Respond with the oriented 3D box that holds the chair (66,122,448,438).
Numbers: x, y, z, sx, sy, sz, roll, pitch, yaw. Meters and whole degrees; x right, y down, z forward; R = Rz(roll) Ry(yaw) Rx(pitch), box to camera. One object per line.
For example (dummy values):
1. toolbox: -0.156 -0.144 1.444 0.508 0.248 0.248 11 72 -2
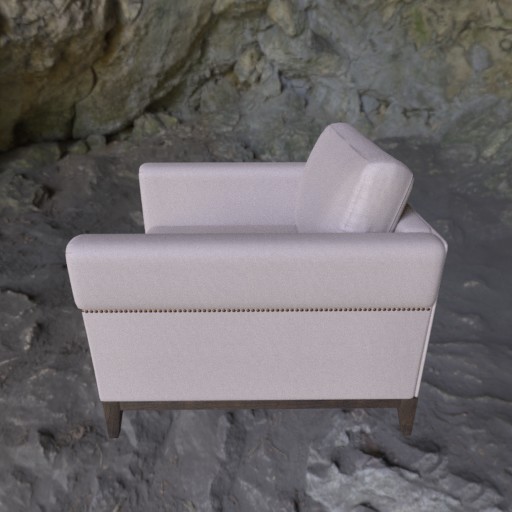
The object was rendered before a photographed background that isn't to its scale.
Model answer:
1. chair: 0.000 0.000 1.595 0.959 0.838 0.914 0 25 -1
